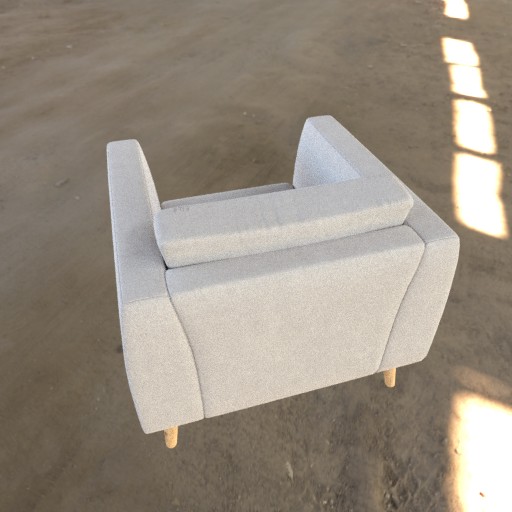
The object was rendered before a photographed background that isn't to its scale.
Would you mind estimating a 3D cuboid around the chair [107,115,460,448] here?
[{"bbox_3d":[0.000,0.000,1.662,1.000,0.860,0.930,-11,41,-13],"label":"chair"}]
